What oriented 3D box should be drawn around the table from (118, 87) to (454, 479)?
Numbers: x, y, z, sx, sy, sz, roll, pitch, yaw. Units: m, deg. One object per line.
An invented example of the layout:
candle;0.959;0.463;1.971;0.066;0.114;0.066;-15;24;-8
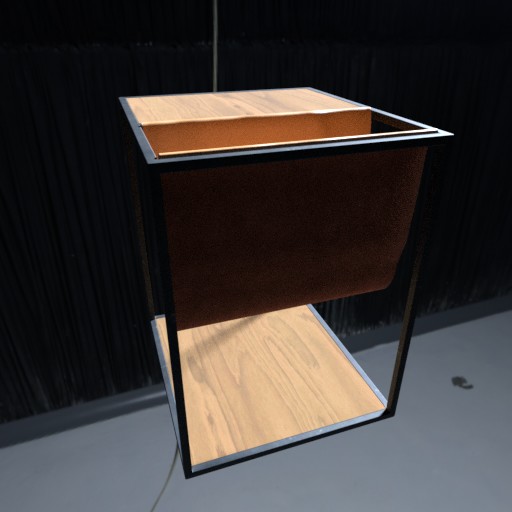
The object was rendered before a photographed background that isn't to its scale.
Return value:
table;0.000;0.000;0.840;0.399;0.536;0.450;-9;30;-17
